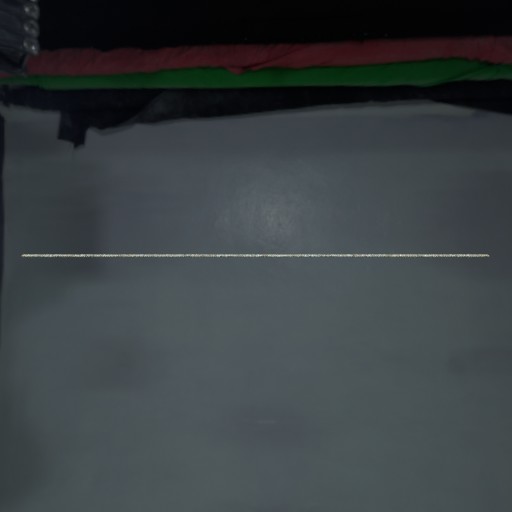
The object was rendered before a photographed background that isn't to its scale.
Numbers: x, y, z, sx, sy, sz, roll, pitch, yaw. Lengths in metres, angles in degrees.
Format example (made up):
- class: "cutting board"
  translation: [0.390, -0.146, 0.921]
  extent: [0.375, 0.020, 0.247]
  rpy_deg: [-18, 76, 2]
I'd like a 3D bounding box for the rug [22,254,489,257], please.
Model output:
- class: "rug"
  translation: [0.000, 0.000, 2.341]
  extent: [1.824, 0.010, 1.240]
  rpy_deg: [0, 0, 1]
